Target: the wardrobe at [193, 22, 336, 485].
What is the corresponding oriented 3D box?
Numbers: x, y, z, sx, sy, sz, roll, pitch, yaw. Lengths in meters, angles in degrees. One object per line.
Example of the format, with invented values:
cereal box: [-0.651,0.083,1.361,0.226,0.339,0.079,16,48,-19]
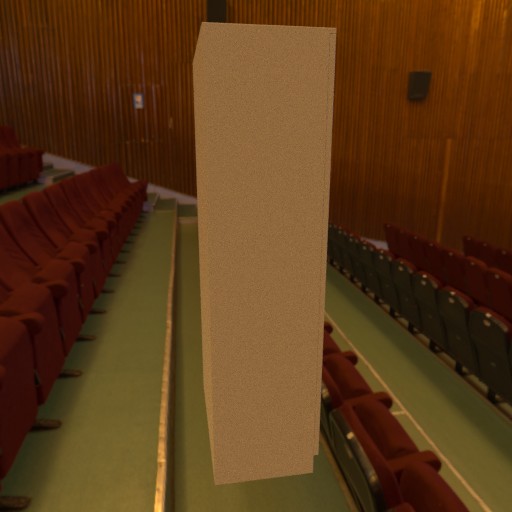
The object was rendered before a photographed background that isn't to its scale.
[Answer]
wardrobe: [0.000,0.000,1.975,0.470,1.700,0.760,-3,15,-10]
